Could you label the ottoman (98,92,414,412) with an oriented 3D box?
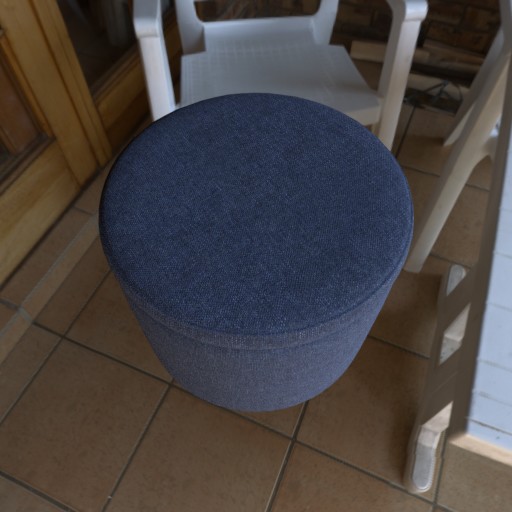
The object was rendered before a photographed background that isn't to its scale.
[{"bbox_3d":[0.000,0.000,0.890,0.520,0.430,0.520,0,57,0],"label":"ottoman"}]
